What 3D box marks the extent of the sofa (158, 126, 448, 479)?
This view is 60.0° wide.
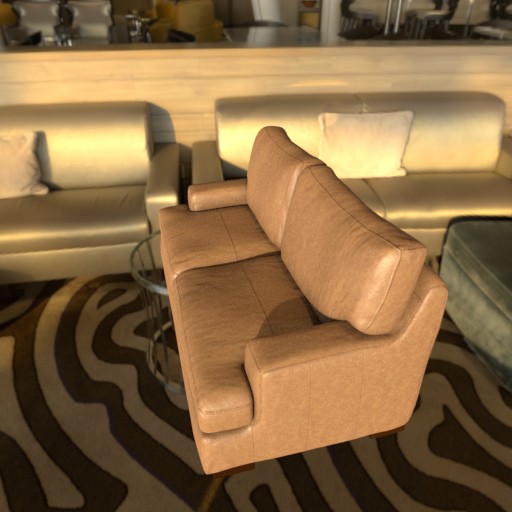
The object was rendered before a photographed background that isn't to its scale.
[{"bbox_3d":[0.000,0.000,2.407,0.962,0.980,1.855,-8,32,-13],"label":"sofa"}]
